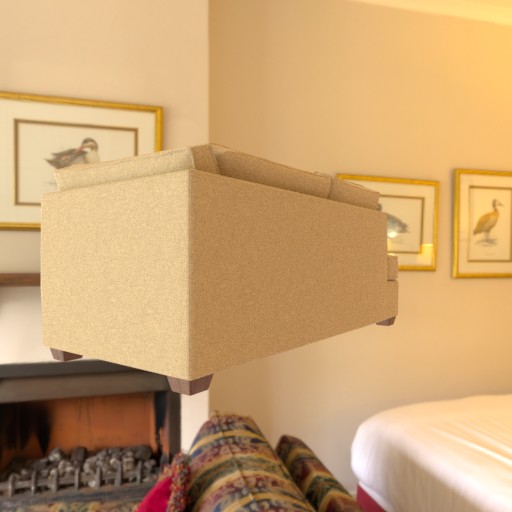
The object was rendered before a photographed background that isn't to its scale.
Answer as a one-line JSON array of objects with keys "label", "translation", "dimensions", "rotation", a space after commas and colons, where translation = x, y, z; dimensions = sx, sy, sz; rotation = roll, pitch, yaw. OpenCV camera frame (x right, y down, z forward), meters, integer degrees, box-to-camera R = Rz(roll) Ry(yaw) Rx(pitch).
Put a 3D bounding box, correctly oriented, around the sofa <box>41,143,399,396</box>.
[{"label": "sofa", "translation": [0.000, 0.000, 2.792], "dimensions": [1.110, 1.033, 2.237], "rotation": [0, 0, 37]}]
